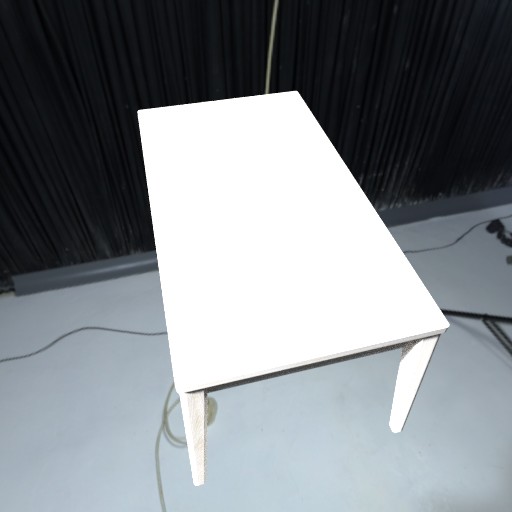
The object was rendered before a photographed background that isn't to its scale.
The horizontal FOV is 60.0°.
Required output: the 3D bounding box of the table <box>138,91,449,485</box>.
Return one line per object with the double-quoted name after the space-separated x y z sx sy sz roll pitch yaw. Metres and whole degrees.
0.000 0.000 2.068 0.900 0.760 1.600 -10 48 -10 "table"
